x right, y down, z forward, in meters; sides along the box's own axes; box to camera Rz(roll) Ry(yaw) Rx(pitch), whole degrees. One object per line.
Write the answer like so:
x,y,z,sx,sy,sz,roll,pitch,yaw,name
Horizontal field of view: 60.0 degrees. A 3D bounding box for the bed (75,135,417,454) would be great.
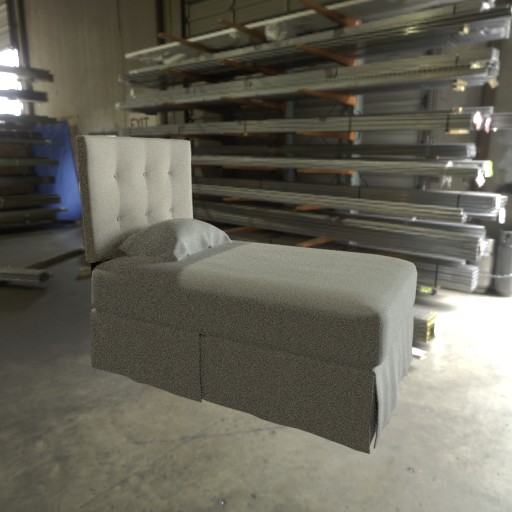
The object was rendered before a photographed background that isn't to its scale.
0.000,0.000,2.983,1.997,1.571,1.261,7,14,27,bed
